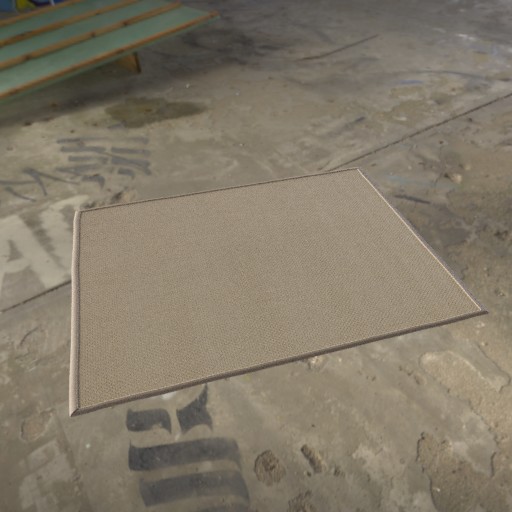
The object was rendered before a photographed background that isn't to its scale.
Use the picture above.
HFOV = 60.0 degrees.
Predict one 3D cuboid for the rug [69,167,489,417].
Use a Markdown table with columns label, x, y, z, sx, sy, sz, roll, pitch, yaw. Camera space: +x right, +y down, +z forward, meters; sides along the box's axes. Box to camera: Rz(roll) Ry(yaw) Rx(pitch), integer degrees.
| label | x | y | z | sx | sy | sz | roll | pitch | yaw |
| --- | --- | --- | --- | --- | --- | --- | --- | --- | --- |
| rug | 0.000 | 0.000 | 2.610 | 2.081 | 0.020 | 1.525 | -11 | 43 | -12 |
